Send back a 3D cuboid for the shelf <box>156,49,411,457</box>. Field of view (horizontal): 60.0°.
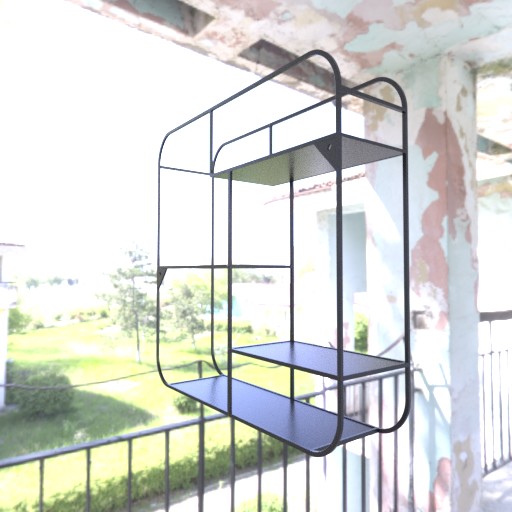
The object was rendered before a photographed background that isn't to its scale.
[{"bbox_3d":[0.000,0.000,0.897,0.160,0.600,0.600,1,-2,-37],"label":"shelf"}]
